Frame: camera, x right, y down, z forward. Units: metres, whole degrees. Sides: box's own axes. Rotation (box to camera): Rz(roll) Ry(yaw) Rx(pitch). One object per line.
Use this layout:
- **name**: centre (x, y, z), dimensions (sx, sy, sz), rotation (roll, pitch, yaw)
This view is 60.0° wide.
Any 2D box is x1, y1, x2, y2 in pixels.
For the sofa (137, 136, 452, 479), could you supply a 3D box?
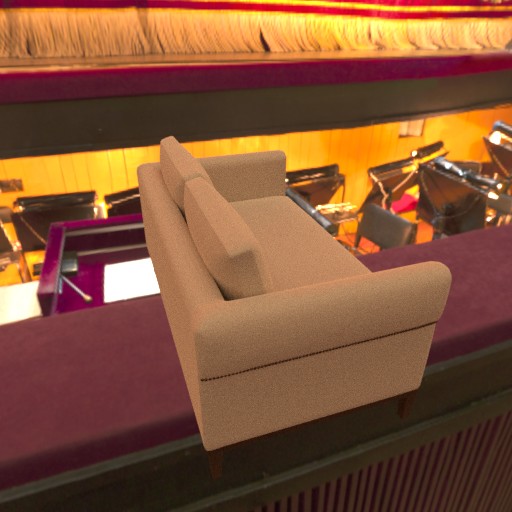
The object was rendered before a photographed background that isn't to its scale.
- **sofa**: centre (0.000, 0.000, 2.126), dimensions (0.905, 0.873, 1.598), rotation (-10, 31, -17)
